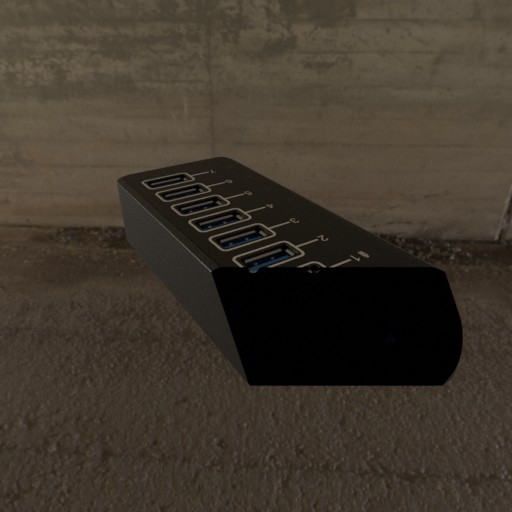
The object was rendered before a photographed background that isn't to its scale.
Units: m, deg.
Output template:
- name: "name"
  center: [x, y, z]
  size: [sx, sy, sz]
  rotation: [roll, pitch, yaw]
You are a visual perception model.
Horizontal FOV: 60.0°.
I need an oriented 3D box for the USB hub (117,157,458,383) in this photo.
- name: "USB hub"
  center: [0.000, 0.000, 0.127]
  size: [0.044, 0.023, 0.110]
  rotation: [-18, 35, -28]
